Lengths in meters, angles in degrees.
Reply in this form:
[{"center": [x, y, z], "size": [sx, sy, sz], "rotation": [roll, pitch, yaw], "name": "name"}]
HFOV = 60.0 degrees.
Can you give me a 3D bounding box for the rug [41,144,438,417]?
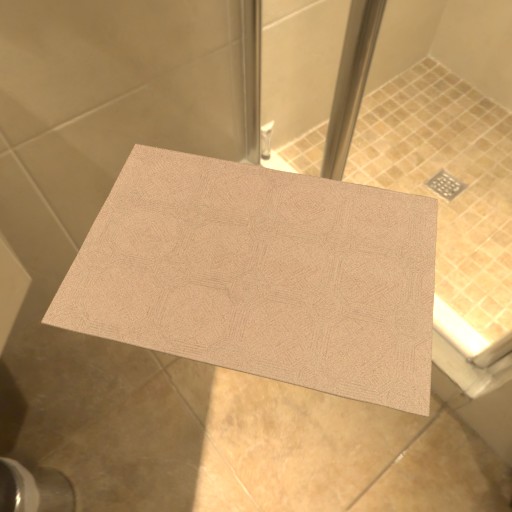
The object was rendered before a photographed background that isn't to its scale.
[{"center": [0.000, 0.000, 2.332], "size": [1.839, 0.009, 1.236], "rotation": [12, 60, 7], "name": "rug"}]
